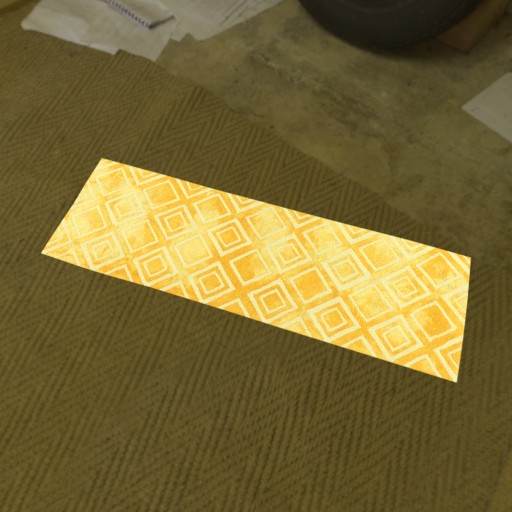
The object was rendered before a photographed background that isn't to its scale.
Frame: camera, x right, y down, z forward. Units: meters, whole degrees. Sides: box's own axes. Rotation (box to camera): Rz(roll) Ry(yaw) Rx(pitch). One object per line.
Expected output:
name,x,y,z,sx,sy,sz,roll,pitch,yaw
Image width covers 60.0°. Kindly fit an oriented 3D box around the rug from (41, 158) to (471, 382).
rug,0.000,0.000,2.629,2.438,0.010,0.775,16,63,8
